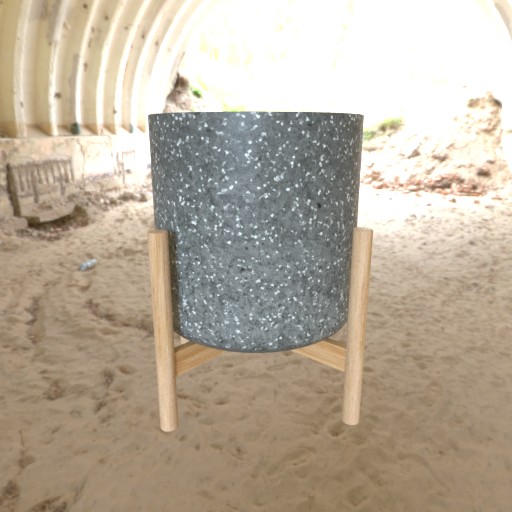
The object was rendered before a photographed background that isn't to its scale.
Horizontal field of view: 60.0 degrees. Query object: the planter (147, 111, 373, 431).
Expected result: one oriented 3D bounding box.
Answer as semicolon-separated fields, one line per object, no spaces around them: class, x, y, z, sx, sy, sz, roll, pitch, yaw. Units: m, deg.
planter;0.000;0.000;0.694;0.360;0.419;0.360;-7;17;-25
